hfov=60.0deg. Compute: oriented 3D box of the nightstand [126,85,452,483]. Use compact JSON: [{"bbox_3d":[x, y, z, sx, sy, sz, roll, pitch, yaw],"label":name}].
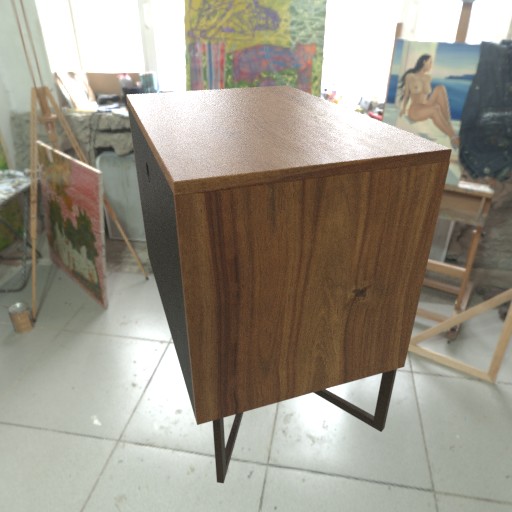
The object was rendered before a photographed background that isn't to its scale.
[{"bbox_3d":[0.000,0.000,0.995,0.427,0.615,0.613,-10,31,-17],"label":"nightstand"}]
